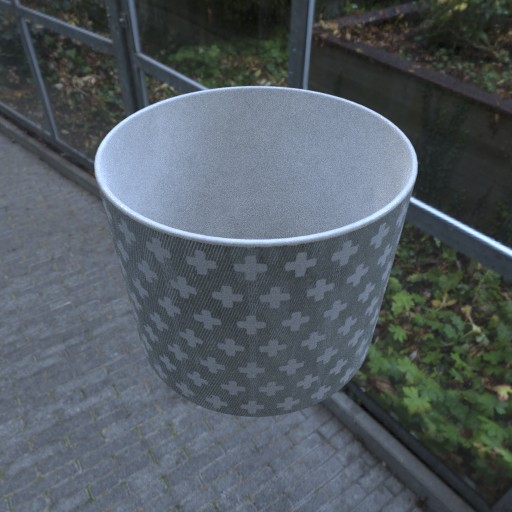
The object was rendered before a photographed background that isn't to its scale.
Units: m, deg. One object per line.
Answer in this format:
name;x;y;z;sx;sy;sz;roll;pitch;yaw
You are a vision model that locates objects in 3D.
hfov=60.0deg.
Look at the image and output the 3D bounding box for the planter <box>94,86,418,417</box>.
planter;0.000;0.000;0.433;0.250;0.239;0.250;0;41;0
